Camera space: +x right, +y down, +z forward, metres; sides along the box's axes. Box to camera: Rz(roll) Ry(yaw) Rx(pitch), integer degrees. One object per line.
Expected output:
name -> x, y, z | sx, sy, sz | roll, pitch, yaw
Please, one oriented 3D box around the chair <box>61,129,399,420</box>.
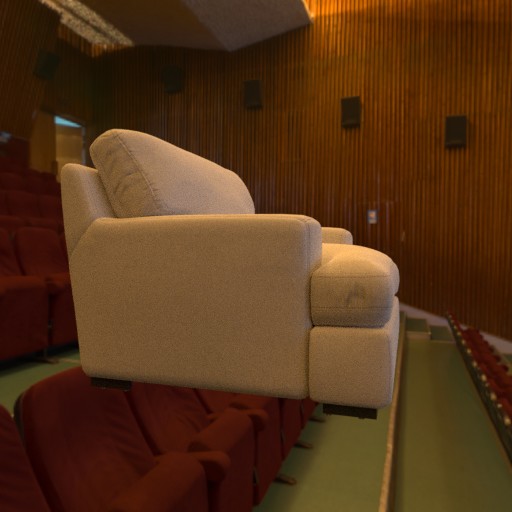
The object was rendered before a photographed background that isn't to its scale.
chair -> 0.000, 0.000, 1.906 | 1.158, 0.930, 1.140 | 0, 1, 19
